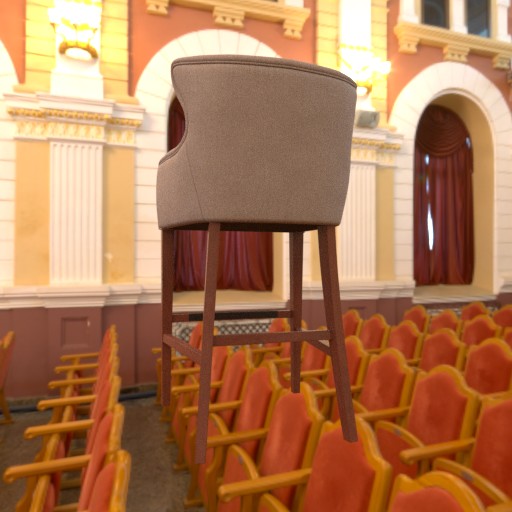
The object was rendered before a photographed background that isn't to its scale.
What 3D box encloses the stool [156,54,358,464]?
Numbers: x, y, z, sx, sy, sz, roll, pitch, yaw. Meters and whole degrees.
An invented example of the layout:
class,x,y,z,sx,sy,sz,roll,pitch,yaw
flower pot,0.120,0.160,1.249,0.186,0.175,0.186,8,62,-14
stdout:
class,x,y,z,sx,sy,sz,roll,pitch,yaw
stool,0.000,0.000,1.393,0.575,1.047,0.575,0,-1,-18
